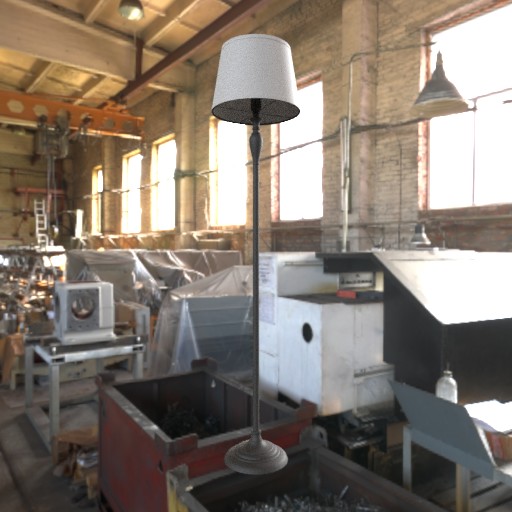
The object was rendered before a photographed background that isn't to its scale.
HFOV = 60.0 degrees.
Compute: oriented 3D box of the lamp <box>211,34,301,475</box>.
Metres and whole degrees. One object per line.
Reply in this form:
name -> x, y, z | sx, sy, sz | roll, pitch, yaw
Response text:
lamp -> 0.000, 0.000, 1.636 | 0.327, 1.506, 0.327 | 0, 1, 18
